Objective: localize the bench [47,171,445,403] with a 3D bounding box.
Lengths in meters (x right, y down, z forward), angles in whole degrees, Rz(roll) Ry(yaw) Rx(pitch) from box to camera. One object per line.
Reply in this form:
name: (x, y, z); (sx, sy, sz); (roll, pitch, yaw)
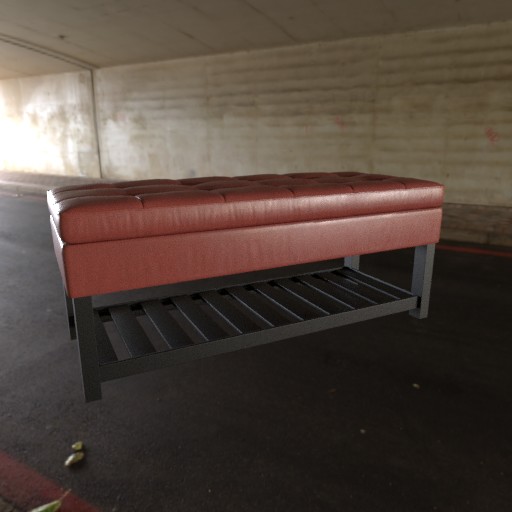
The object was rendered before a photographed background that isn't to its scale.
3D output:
bench: (0.000, 0.000, 1.353); (1.105, 0.460, 0.432); (-8, 17, -26)
